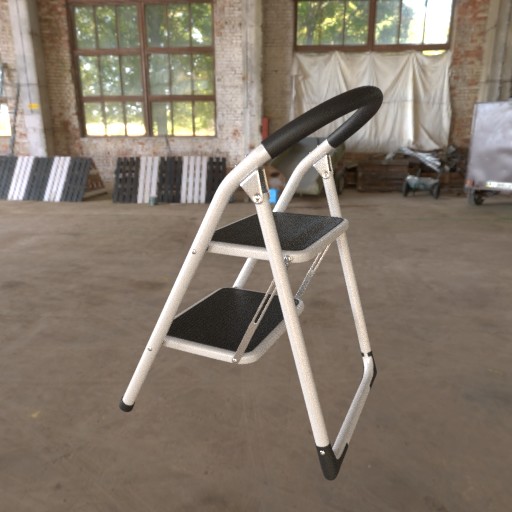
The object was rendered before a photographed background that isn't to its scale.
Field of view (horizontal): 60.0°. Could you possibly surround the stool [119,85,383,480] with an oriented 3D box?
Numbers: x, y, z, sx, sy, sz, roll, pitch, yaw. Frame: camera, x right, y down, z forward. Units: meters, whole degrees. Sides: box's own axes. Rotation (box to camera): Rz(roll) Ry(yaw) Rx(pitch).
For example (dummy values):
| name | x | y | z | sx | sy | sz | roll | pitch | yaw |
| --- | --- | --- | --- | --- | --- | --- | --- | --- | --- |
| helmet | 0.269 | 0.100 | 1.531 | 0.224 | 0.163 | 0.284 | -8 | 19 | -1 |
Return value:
| name | x | y | z | sx | sy | sz | roll | pitch | yaw |
| --- | --- | --- | --- | --- | --- | --- | --- | --- | --- |
| stool | 0.000 | 0.000 | 1.081 | 0.559 | 0.760 | 0.453 | 8 | 18 | 24 |
